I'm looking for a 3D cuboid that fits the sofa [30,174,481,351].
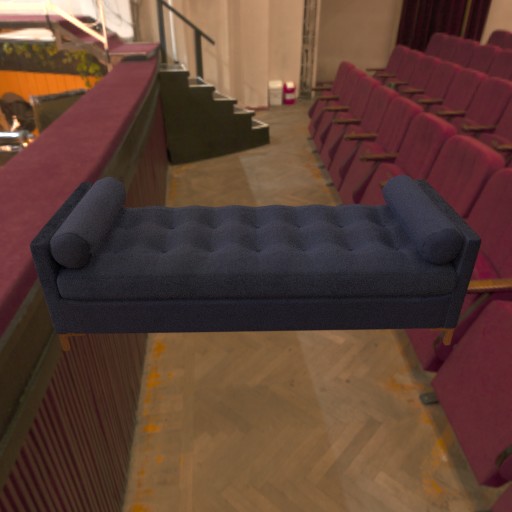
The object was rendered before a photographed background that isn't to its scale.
[{"bbox_3d":[0.000,0.000,2.493,2.102,0.705,0.796,-1,31,-1],"label":"sofa"}]
